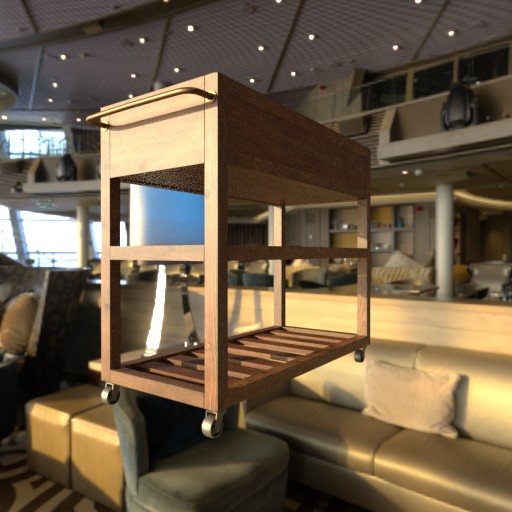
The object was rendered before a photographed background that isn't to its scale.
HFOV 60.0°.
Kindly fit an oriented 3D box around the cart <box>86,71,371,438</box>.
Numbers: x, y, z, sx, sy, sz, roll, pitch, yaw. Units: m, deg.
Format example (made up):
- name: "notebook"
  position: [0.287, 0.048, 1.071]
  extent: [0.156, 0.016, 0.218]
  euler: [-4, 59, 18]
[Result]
- name: "cart"
  position: [0.000, 0.000, 1.491]
  extent: [0.445, 0.830, 1.065]
  euler: [0, 0, 36]
